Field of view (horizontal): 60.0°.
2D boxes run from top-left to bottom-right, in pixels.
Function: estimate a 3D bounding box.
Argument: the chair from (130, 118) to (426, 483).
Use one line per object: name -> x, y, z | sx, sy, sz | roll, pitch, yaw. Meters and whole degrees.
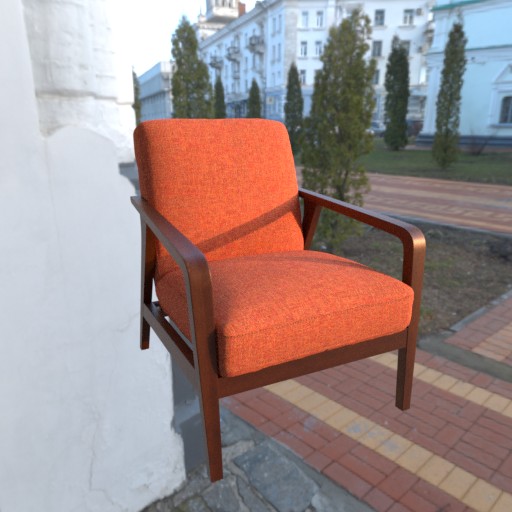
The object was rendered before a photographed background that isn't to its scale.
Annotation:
chair -> 0.000, 0.000, 1.488 | 0.719, 0.890, 0.860 | -8, 19, -26
